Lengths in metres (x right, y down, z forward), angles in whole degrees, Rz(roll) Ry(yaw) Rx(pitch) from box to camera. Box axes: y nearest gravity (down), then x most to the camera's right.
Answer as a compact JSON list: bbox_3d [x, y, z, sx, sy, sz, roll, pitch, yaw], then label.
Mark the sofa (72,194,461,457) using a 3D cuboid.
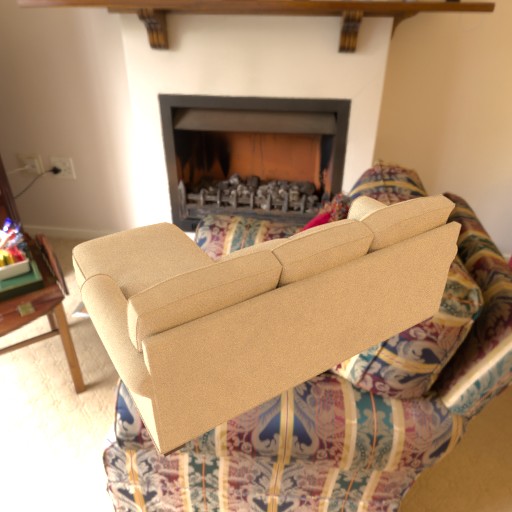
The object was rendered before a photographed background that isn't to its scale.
[{"bbox_3d":[0.000,0.000,2.360,1.770,0.734,1.226,-18,36,-27],"label":"sofa"}]
